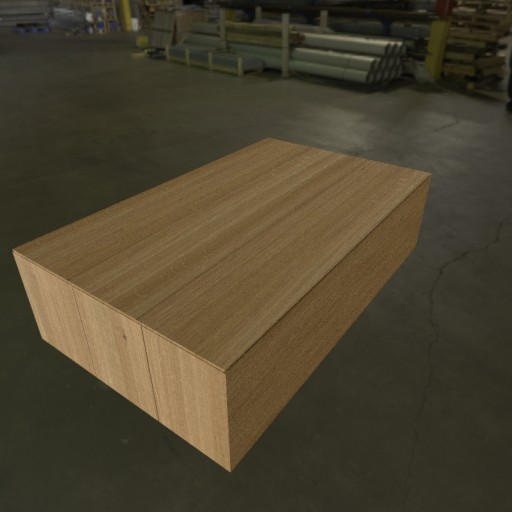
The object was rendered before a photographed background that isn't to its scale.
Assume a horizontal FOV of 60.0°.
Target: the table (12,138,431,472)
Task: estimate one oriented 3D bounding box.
[{"bbox_3d":[0.000,0.000,1.394,0.678,0.353,1.110,21,38,30],"label":"table"}]
